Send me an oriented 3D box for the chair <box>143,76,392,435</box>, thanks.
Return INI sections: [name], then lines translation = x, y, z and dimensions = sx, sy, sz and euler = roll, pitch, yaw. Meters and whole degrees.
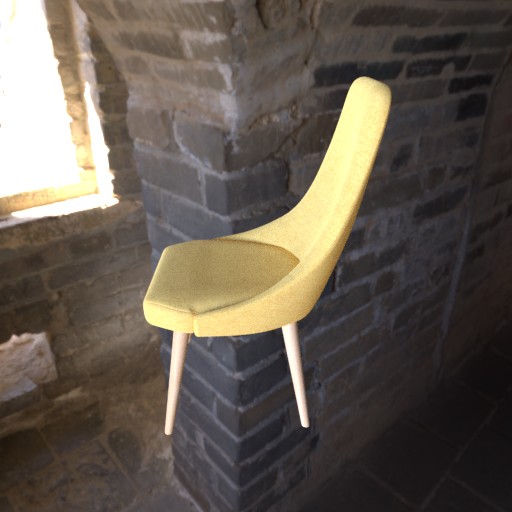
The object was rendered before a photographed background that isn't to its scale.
[chair]
translation = 0.000, 0.000, 1.401
dimensions = 0.660, 1.040, 0.510
euler = 0, 27, -1
